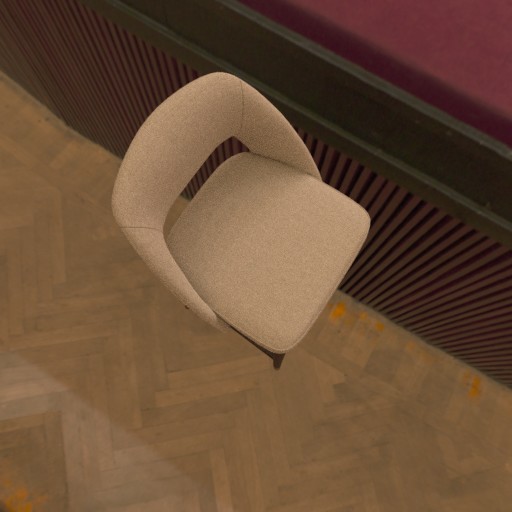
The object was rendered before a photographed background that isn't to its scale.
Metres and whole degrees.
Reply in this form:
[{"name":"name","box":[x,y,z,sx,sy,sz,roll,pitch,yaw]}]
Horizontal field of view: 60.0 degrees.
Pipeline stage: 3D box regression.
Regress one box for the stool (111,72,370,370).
[{"name":"stool","box":[0.000,0.000,1.321,0.509,1.037,0.494,33,77,8]}]
